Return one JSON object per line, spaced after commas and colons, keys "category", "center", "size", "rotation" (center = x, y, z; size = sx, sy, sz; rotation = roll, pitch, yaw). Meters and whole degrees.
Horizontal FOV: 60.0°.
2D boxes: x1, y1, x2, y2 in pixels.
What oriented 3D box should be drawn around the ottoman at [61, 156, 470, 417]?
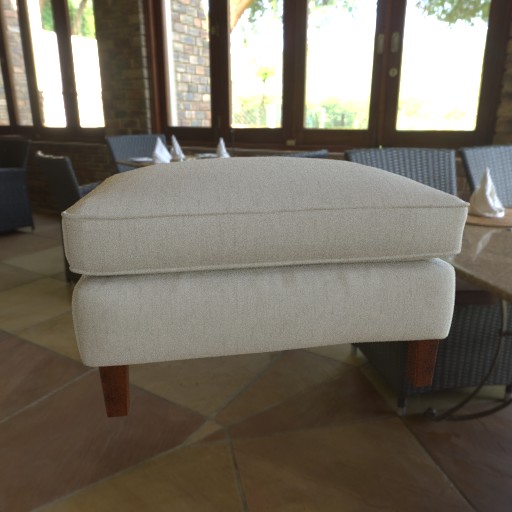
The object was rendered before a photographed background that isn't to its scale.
{"category": "ottoman", "center": [0.000, 0.000, 0.935], "size": [0.665, 0.406, 0.501], "rotation": [-3, 17, -9]}
